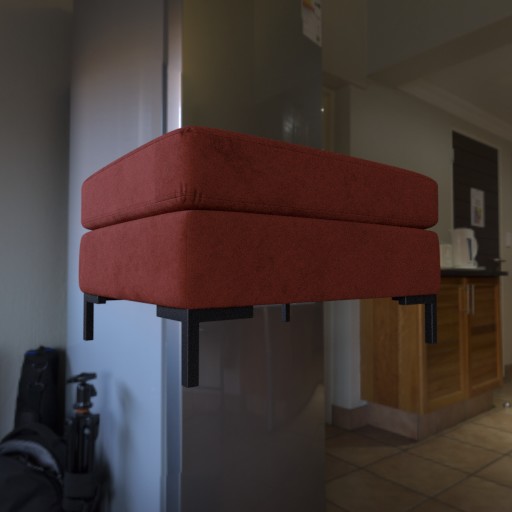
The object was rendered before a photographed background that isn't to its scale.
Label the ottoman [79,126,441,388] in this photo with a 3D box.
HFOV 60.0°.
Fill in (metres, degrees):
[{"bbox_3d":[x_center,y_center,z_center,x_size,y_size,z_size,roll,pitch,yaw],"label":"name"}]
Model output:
[{"bbox_3d":[0.000,0.000,1.200,0.782,0.462,0.650,1,-2,-36],"label":"ottoman"}]
